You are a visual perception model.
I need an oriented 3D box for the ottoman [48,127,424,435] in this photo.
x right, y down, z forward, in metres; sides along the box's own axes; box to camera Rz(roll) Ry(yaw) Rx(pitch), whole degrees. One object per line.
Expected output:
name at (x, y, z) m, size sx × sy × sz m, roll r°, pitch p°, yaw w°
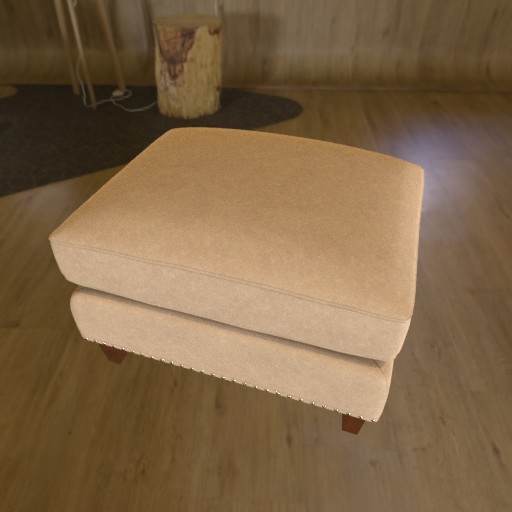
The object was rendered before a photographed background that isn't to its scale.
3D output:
ottoman at (0.000, 0.000, 1.143) m, size 0.741 × 0.513 × 0.584 m, roll 12°, pitch 41°, yaw 14°
